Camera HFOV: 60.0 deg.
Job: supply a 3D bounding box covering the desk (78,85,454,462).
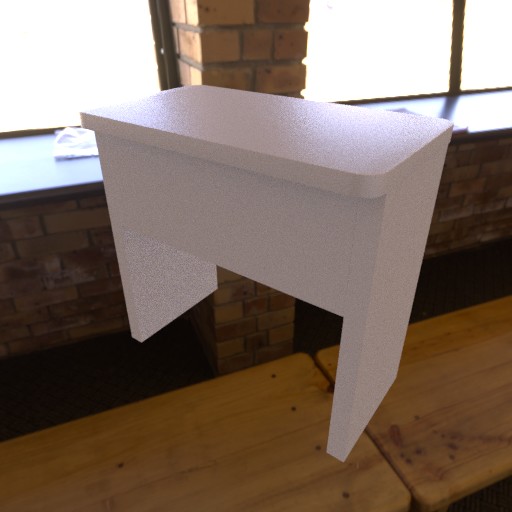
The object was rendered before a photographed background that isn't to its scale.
[{"bbox_3d":[0.000,0.000,1.223,0.790,0.760,0.446,20,36,31],"label":"desk"}]
